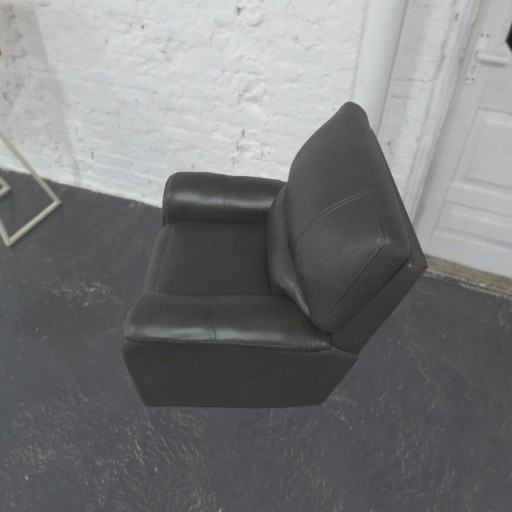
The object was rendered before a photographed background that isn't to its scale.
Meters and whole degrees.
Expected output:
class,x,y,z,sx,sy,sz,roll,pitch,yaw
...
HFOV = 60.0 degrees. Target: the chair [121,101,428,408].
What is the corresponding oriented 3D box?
class,x,y,z,sx,sy,sz,roll,pitch,yaw
chair,0.000,0.000,2.001,1.087,1.109,1.096,0,42,0
